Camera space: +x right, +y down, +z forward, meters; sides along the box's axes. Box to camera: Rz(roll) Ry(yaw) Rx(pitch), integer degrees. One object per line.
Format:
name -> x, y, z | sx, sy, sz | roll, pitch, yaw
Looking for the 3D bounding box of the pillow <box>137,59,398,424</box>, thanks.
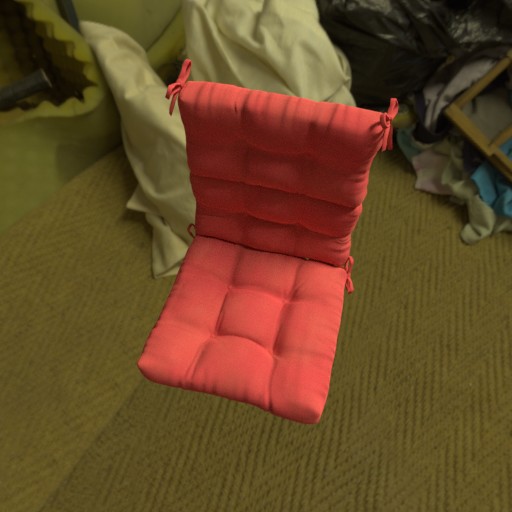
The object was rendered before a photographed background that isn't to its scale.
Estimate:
pillow -> 0.000, 0.000, 1.048 | 0.519, 0.605, 0.571 | 13, 58, 8
